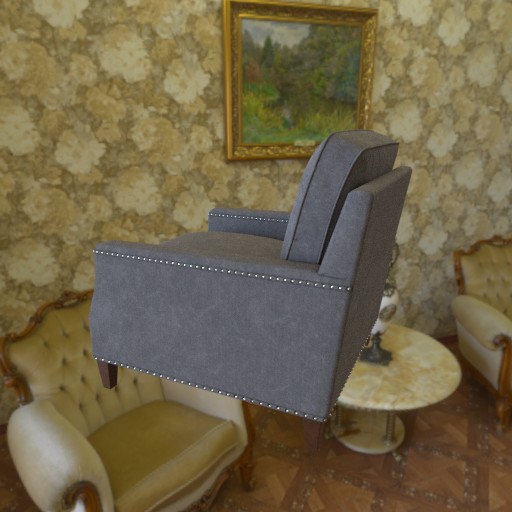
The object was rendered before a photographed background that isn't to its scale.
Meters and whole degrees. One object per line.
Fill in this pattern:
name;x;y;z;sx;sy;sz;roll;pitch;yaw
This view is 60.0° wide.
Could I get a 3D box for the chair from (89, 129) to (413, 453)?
chair;0.000;0.000;1.727;1.014;0.948;0.853;7;17;24
